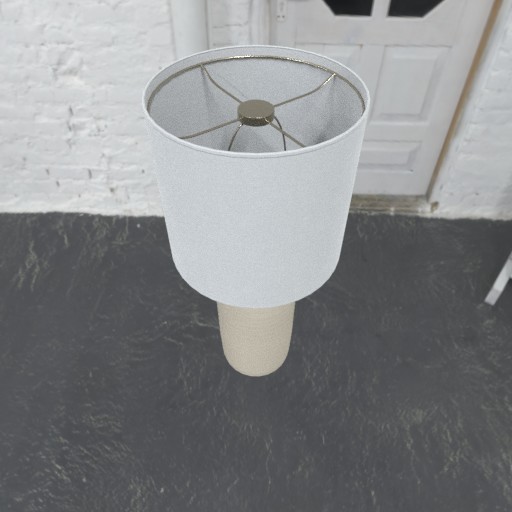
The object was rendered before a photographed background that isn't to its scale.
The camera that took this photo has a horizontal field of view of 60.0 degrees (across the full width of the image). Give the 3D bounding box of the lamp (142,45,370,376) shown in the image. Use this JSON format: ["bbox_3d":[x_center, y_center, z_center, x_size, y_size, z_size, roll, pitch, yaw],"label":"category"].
[{"bbox_3d":[0.000,0.000,0.607,0.220,0.475,0.220,-16,49,-15],"label":"lamp"}]
